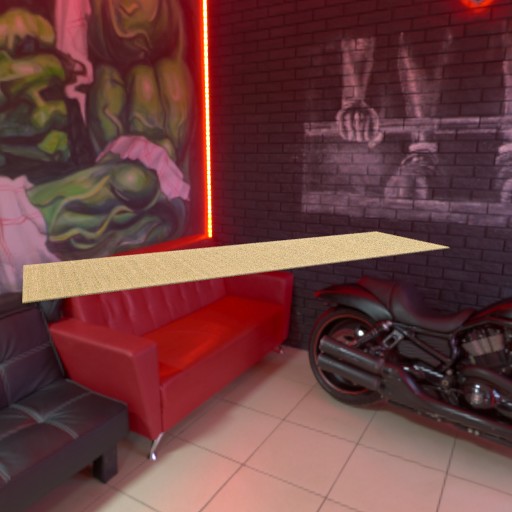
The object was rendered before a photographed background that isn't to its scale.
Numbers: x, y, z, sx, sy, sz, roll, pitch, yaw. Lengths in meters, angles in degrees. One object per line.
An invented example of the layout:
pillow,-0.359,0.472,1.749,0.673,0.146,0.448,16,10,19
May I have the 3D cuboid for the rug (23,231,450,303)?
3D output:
rug,0.000,0.000,2.607,2.437,0.006,0.686,-6,14,-26
